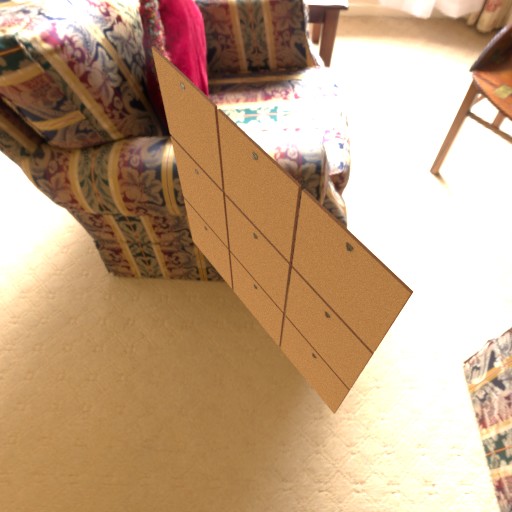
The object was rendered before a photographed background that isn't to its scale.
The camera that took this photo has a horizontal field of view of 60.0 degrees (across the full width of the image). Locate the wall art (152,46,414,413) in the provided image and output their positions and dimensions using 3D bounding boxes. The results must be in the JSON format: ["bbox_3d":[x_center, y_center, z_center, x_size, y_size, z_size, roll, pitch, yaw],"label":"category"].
[{"bbox_3d":[0.000,0.000,2.284,0.019,1.532,1.533,-32,63,-19],"label":"wall art"}]
